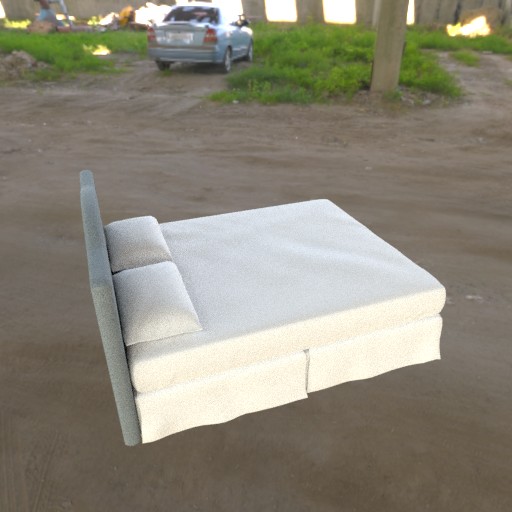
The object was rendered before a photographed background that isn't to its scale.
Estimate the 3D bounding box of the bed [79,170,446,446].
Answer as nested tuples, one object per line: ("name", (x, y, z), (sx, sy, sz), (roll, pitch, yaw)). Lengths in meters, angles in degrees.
("bed", (0.000, 0.000, 3.943), (2.689, 1.457, 2.161), (-11, 32, -18))
